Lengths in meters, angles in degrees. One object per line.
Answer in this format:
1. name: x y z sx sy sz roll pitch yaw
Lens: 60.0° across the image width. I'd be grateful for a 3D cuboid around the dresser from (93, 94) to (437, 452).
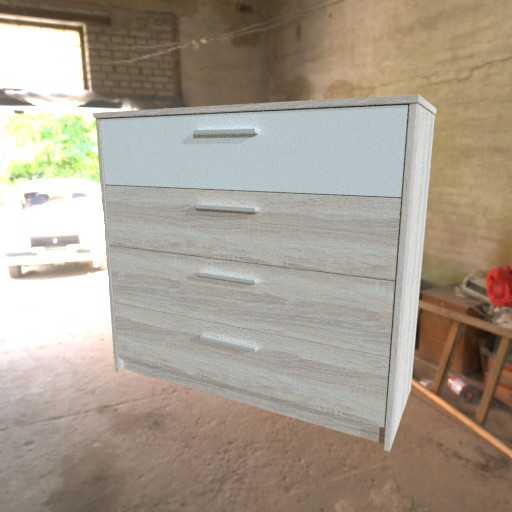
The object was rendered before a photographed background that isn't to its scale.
1. dresser: 0.000 0.000 1.438 0.980 0.900 0.380 7 15 27
